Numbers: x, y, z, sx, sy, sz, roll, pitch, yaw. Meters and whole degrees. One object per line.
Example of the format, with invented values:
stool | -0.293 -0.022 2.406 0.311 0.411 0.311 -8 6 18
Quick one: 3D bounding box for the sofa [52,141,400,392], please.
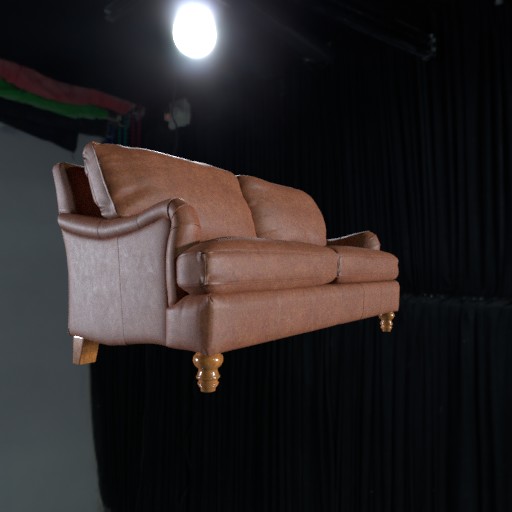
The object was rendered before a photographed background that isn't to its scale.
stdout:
sofa | 0.000 0.000 2.752 1.147 1.071 2.144 -1 -2 36
